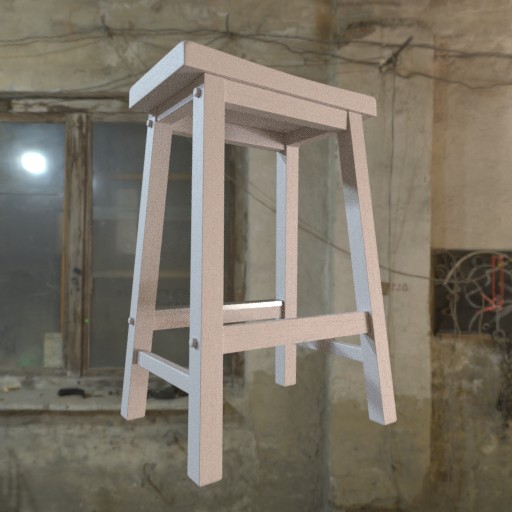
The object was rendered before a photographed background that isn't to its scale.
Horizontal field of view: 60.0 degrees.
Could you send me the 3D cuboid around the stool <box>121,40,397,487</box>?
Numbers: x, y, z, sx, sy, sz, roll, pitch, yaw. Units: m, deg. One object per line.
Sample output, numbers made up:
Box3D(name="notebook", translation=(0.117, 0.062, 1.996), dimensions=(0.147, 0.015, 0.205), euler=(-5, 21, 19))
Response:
Box3D(name="stool", translation=(0.000, 0.000, 0.830), dimensions=(0.406, 0.610, 0.322), euler=(0, 0, -35))
